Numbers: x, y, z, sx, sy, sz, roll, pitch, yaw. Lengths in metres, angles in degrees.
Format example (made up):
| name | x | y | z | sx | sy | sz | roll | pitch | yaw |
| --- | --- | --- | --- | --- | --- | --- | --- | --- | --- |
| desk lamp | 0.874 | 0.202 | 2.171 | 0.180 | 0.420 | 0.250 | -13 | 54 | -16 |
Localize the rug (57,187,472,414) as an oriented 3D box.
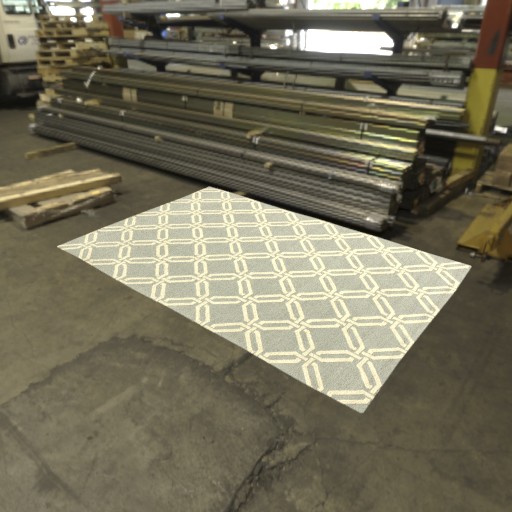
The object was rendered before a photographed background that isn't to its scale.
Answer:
| name | x | y | z | sx | sy | sz | roll | pitch | yaw |
| --- | --- | --- | --- | --- | --- | --- | --- | --- | --- |
| rug | 0.000 | 0.000 | 2.210 | 1.754 | 0.010 | 1.148 | 21 | 36 | 33 |
